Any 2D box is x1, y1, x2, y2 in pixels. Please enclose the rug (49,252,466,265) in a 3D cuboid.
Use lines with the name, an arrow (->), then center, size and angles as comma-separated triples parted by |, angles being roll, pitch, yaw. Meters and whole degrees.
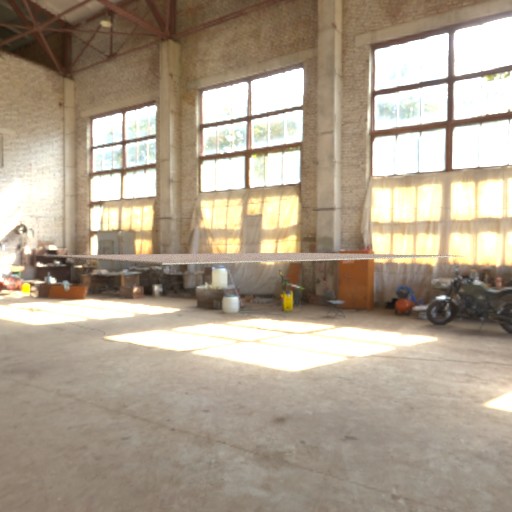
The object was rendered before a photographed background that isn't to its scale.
rug -> 0.000, 0.000, 4.025 | 2.980, 0.012, 2.363 | -1, 2, -37
